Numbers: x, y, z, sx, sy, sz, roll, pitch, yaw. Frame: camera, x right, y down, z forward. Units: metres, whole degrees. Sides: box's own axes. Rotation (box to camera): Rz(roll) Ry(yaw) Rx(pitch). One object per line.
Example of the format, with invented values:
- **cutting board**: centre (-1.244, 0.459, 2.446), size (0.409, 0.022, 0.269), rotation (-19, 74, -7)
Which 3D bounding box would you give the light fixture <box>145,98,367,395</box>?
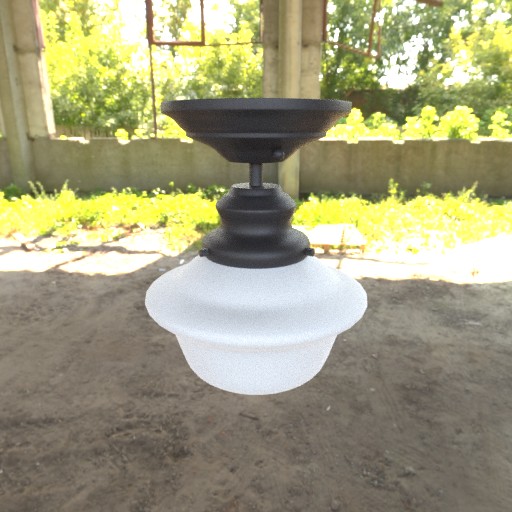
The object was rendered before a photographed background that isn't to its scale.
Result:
- **light fixture**: centre (0.000, 0.000, 0.391), size (0.197, 0.254, 0.197), rotation (0, 16, 0)
